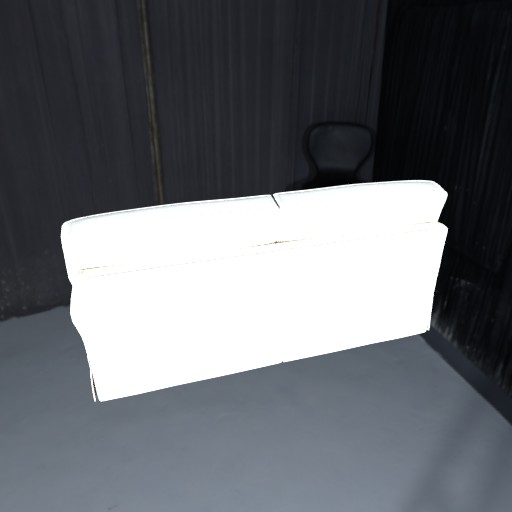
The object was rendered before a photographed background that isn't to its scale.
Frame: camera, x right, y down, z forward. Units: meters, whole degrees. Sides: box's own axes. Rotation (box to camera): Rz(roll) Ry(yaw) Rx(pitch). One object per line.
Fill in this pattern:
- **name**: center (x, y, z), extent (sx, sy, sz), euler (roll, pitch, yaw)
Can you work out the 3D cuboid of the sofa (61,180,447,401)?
- **sofa**: center (0.000, 0.000, 2.606), extent (2.021, 0.937, 0.862), euler (-8, 28, -16)
